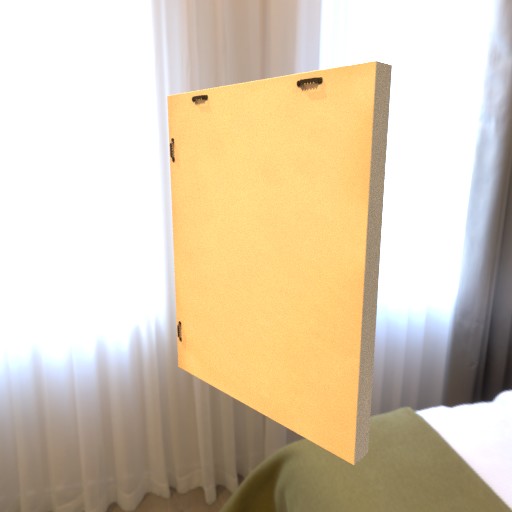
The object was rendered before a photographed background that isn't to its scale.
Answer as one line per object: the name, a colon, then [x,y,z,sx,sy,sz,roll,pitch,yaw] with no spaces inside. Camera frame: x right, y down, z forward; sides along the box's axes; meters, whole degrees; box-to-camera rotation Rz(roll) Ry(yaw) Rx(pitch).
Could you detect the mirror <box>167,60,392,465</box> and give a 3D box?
mirror: [0.000,0.000,0.692,0.041,0.509,0.406,-12,17,-43]
